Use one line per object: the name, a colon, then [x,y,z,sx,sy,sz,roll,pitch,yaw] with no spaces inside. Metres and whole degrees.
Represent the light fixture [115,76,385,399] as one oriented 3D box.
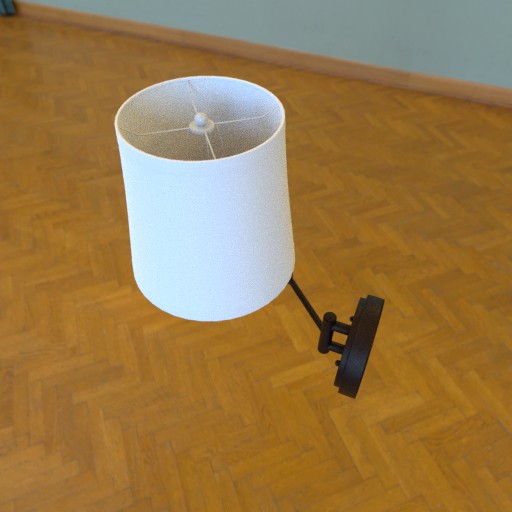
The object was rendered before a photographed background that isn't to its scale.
light fixture: [0.000,0.000,0.263,0.157,0.172,0.100,17,49,15]
